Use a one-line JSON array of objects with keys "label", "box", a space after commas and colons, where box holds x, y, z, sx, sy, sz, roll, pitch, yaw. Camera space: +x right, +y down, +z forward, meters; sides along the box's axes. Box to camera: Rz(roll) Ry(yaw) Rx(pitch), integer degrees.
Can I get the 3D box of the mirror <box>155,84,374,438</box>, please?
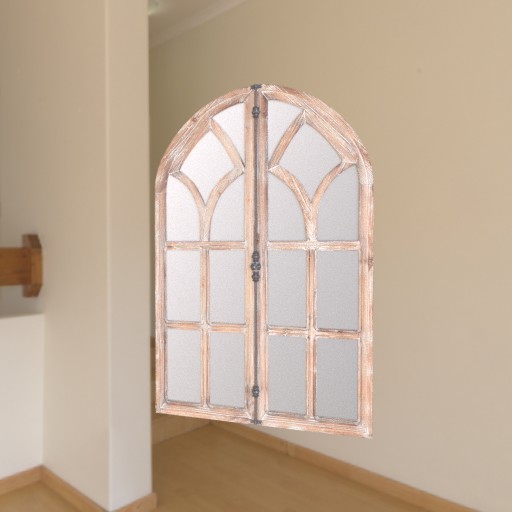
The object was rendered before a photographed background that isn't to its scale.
[{"label": "mirror", "box": [0.000, 0.000, 1.192, 0.609, 0.915, 0.032, 0, 1, 17]}]
